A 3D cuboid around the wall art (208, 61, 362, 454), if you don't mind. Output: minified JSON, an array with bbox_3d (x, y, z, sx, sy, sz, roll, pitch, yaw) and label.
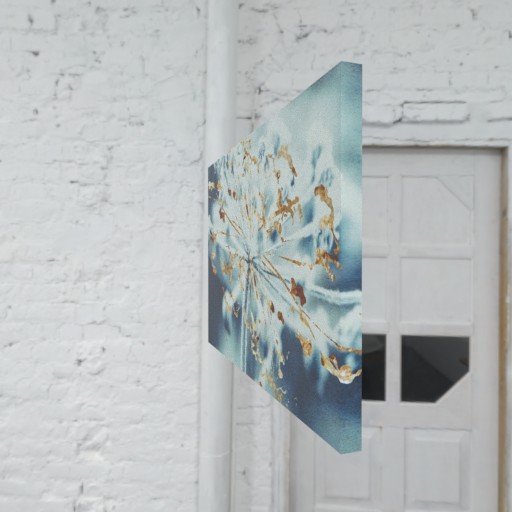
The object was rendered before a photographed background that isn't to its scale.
[{"bbox_3d":[0.000,0.000,1.122,0.038,0.608,0.912,0,0,-19],"label":"wall art"}]
